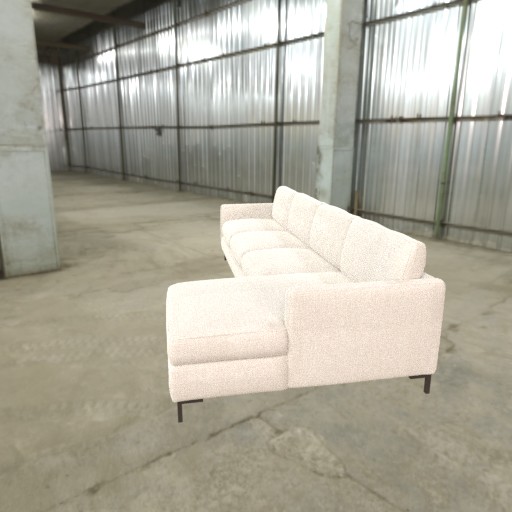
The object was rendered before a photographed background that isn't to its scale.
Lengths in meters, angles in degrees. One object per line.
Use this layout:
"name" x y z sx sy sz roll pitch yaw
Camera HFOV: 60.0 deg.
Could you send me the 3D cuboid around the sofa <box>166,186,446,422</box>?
"sofa" 0.000 0.000 2.863 1.126 0.677 2.445 -3 15 -10
